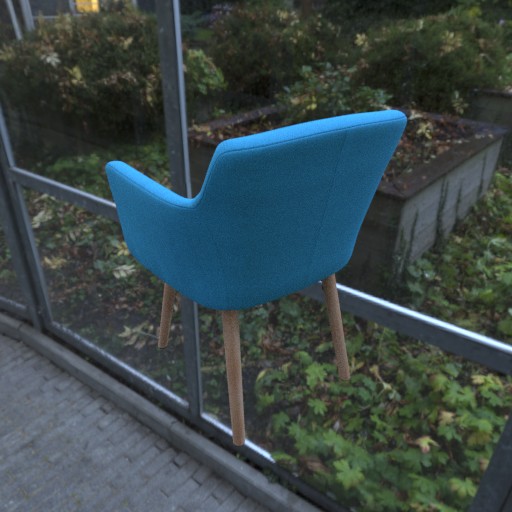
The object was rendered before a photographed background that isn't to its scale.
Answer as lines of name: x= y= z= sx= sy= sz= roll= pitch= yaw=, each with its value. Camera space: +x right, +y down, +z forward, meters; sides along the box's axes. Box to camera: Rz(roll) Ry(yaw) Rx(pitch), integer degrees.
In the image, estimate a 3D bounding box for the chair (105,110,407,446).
chair: x=0.000 y=0.000 z=1.148 sx=0.570 sy=0.780 sz=0.540 roll=-20 pitch=35 yaw=-30
